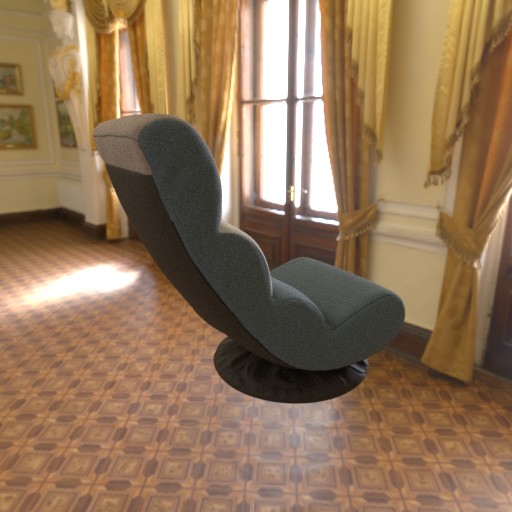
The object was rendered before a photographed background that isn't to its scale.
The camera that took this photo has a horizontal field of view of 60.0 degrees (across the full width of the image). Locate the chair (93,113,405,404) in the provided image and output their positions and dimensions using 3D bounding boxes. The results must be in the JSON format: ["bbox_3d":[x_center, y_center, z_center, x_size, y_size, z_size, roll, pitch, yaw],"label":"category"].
[{"bbox_3d":[0.000,0.000,1.078,0.661,0.641,0.420,-8,18,-28],"label":"chair"}]
